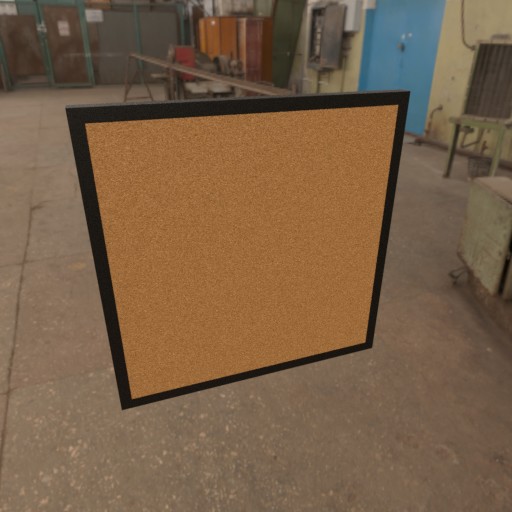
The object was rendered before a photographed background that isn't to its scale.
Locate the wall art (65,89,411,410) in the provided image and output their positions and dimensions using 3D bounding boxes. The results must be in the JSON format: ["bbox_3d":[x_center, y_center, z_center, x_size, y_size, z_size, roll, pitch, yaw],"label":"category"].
[{"bbox_3d":[0.000,0.000,1.121,0.762,0.762,0.038,-9,28,-17],"label":"wall art"}]
